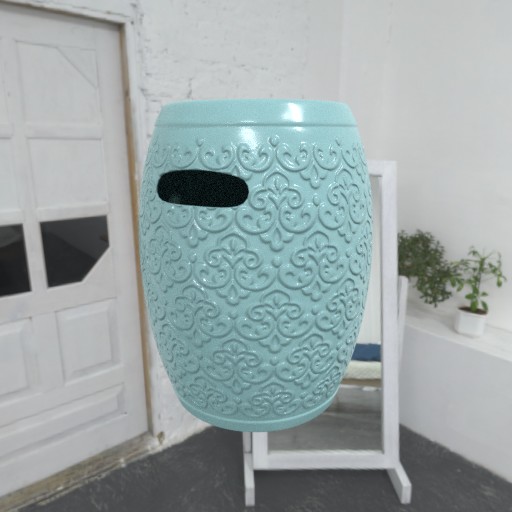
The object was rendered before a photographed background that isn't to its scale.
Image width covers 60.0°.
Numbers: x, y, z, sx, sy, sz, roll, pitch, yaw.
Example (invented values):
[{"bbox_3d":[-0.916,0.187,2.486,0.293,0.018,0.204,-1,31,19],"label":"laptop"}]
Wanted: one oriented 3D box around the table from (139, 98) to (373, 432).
[{"bbox_3d":[0.000,0.000,0.612,0.309,0.397,0.309,0,16,0],"label":"table"}]
